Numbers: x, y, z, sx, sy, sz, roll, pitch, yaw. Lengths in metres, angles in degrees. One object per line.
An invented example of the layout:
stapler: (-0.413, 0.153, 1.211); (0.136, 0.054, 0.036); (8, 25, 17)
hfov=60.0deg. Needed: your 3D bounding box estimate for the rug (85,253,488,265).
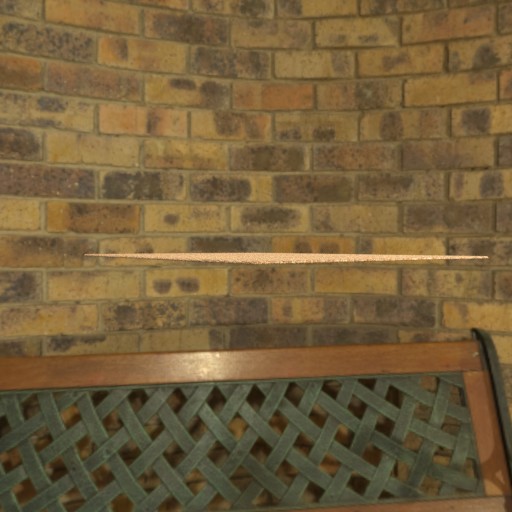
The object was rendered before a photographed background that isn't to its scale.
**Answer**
rug: (0.000, 0.000, 2.758); (1.566, 0.013, 2.141); (-1, 1, -36)
